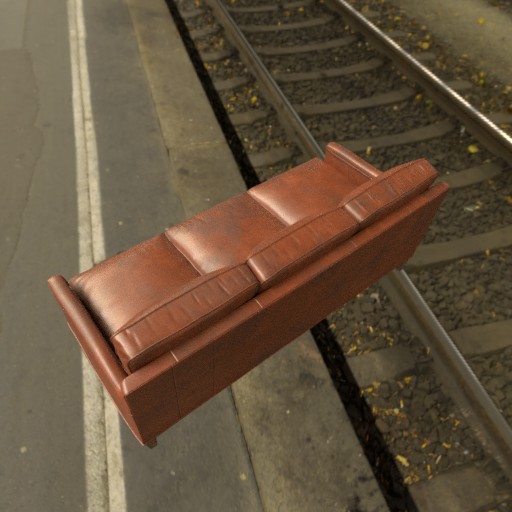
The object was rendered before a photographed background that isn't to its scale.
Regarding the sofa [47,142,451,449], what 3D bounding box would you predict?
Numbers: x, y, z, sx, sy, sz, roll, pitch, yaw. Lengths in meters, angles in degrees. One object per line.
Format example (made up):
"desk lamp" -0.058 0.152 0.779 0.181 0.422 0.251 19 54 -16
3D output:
"sofa" 0.000 0.000 2.755 2.240 1.003 1.084 -30 54 -24
